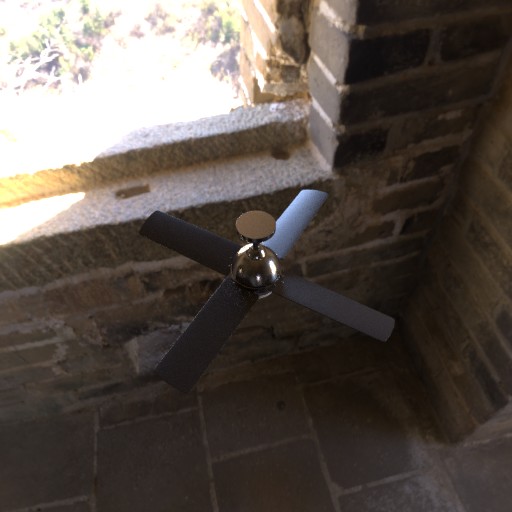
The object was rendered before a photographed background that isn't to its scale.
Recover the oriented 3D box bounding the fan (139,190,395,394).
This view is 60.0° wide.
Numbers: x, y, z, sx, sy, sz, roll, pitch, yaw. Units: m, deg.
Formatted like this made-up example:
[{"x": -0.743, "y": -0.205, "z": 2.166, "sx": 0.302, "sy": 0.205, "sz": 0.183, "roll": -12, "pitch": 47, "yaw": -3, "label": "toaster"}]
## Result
[{"x": 0.000, "y": 0.000, "z": 2.020, "sx": 1.332, "sy": 0.403, "sz": 1.332, "roll": 24, "pitch": 52, "yaw": 20, "label": "fan"}]
